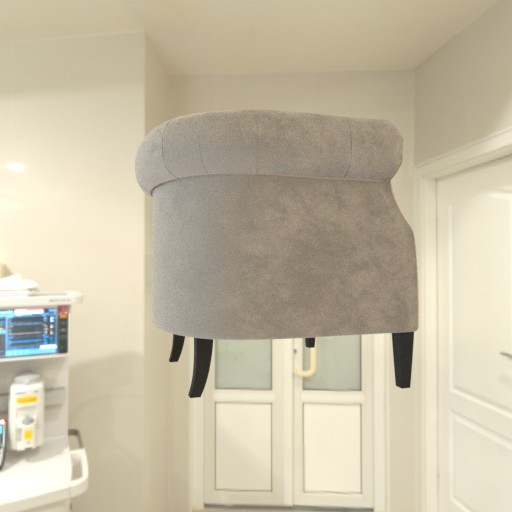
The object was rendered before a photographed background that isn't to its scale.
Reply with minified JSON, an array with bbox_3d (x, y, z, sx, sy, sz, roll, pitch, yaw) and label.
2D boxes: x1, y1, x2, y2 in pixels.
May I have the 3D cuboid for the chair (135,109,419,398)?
[{"bbox_3d":[0.000,0.000,1.608,0.851,0.826,0.904,0,-1,-18],"label":"chair"}]
